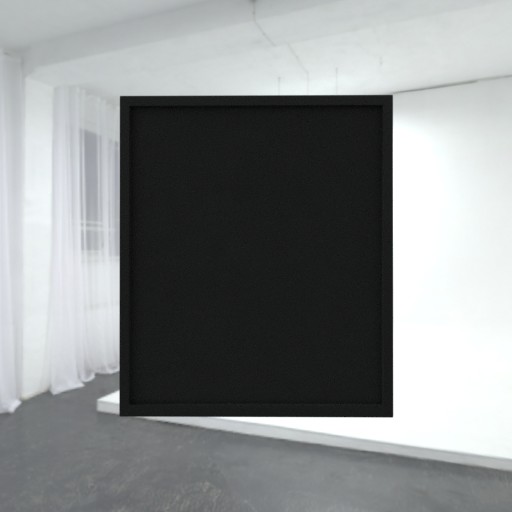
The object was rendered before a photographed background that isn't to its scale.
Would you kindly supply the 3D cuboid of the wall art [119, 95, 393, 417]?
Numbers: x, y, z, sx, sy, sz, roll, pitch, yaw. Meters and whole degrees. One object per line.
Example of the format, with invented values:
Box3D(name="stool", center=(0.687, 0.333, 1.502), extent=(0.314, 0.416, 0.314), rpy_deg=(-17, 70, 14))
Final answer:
Box3D(name="wall art", center=(0.000, 0.000, 0.710), extent=(0.432, 0.508, 0.021), rpy_deg=(0, 0, 1))
